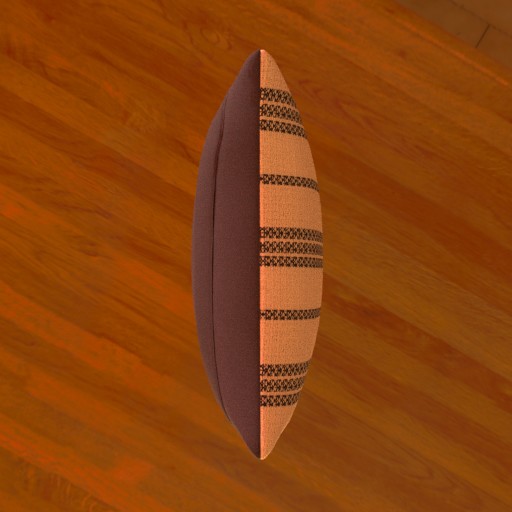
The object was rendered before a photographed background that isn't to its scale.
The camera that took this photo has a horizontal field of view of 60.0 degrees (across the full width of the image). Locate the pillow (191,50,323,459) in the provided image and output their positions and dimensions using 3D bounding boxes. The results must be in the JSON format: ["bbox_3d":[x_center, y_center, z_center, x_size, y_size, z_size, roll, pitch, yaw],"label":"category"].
[{"bbox_3d":[0.000,0.000,0.630,0.173,0.406,0.405,0,90,-2],"label":"pillow"}]
